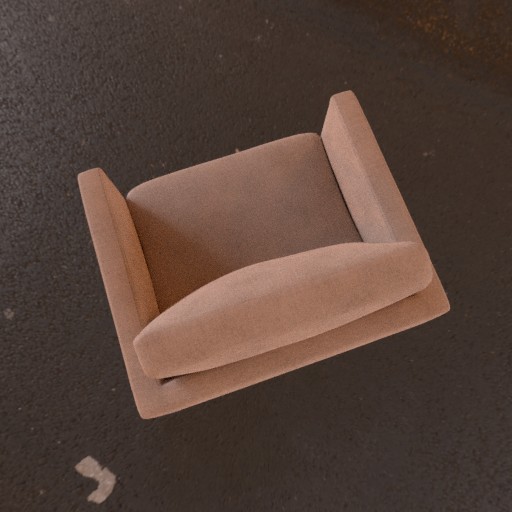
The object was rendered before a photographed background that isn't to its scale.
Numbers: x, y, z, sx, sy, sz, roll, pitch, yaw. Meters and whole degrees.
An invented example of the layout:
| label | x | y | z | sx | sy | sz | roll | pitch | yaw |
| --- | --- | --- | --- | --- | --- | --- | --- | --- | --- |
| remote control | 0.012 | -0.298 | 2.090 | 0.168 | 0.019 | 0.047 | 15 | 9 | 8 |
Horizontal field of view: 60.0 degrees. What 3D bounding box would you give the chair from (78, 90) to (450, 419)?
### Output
| label | x | y | z | sx | sy | sz | roll | pitch | yaw |
| --- | --- | --- | --- | --- | --- | --- | --- | --- | --- |
| chair | 0.000 | 0.000 | 1.847 | 1.133 | 0.961 | 0.959 | -18 | 77 | -5 |
